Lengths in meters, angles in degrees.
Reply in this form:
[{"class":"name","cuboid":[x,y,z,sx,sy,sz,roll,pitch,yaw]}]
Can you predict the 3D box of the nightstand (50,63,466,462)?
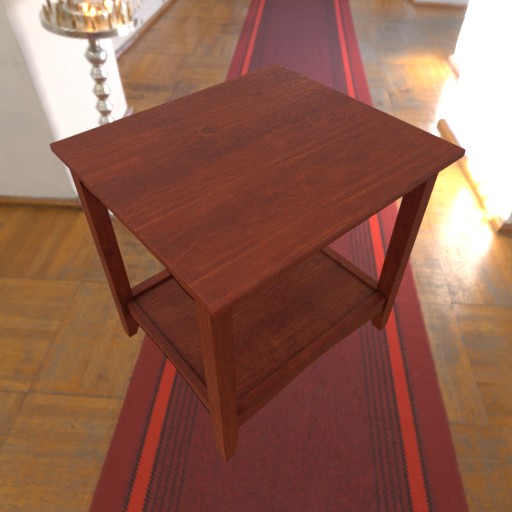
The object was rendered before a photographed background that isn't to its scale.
[{"class":"nightstand","cuboid":[0.000,0.000,0.992,0.558,0.558,0.501,-31,53,-27]}]
